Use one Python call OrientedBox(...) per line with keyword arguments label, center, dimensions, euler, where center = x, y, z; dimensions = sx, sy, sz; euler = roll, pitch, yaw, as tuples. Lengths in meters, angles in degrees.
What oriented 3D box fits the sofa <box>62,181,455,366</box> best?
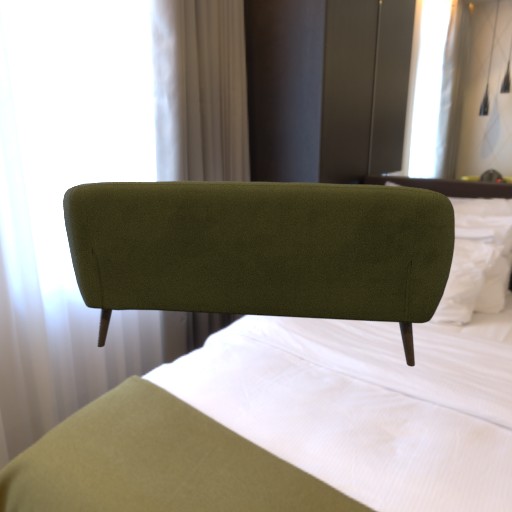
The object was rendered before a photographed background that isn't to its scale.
OrientedBox(label="sofa", center=(0.000, 0.000, 2.271), dimensions=(1.840, 0.836, 0.820), euler=(2, 16, 7))
